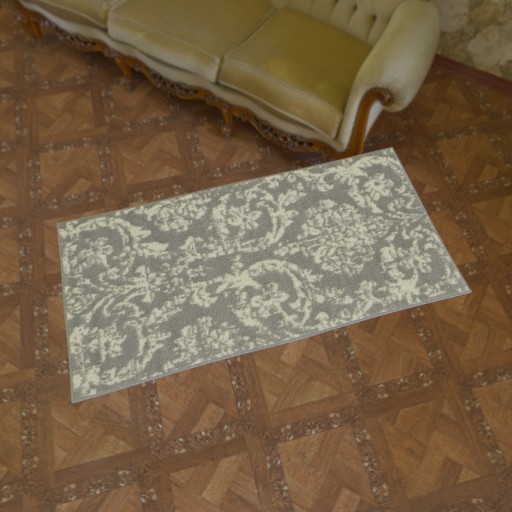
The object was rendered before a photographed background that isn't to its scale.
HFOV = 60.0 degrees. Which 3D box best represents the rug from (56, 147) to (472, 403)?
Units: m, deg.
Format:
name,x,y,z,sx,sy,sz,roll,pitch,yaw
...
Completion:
name,x,y,z,sx,sy,sz,roll,pitch,yaw
rug,0.000,0.000,1.425,1.219,0.007,0.604,-14,63,-7
